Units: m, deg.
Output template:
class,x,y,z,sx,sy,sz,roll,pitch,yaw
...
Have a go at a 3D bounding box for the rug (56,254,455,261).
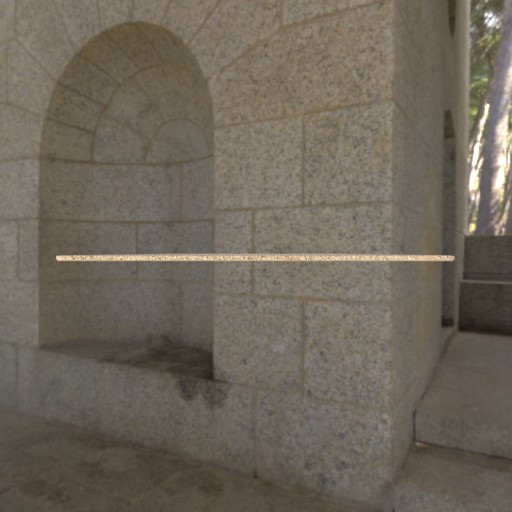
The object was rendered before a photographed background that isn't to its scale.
class,x,y,z,sx,sy,sz,roll,pitch,yaw
rug,0.000,0.000,3.311,1.801,0.024,2.700,0,0,0
